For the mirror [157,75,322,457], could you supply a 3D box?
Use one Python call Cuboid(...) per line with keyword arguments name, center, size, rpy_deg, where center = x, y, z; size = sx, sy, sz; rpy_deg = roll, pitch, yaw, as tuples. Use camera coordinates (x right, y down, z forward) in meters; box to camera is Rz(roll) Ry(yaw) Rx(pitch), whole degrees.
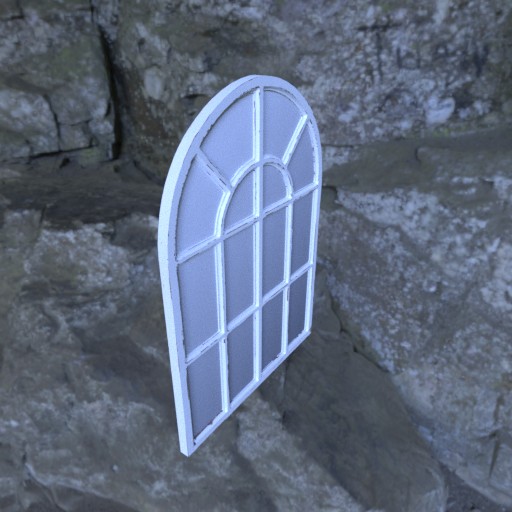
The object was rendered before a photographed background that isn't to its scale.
Cuboid(name="mirror", center=(0.000, 0.000, 1.213), size=(0.032, 0.920, 0.660), rpy_deg=(18, 33, 31))
